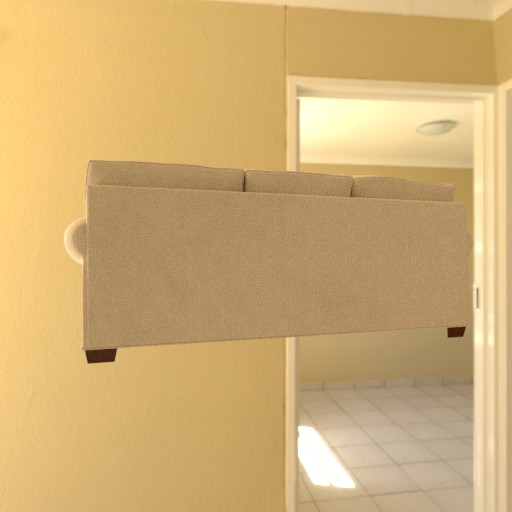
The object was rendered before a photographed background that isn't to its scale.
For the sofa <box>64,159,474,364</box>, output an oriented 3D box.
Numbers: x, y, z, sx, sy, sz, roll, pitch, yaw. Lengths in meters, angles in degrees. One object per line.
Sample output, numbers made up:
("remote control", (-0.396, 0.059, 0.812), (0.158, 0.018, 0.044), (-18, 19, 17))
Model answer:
("sofa", (0.000, 0.000, 2.320), (1.770, 0.734, 1.226), (0, 0, -19))
